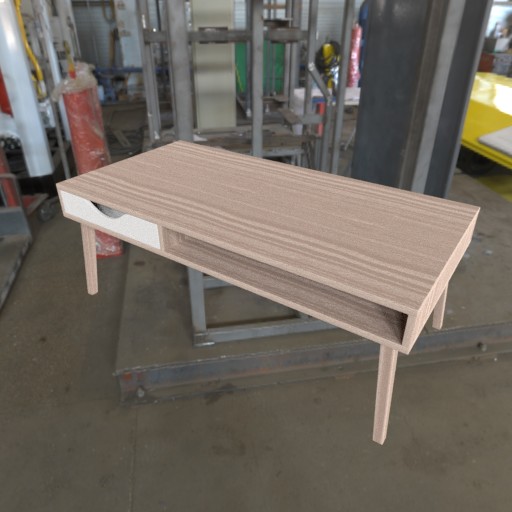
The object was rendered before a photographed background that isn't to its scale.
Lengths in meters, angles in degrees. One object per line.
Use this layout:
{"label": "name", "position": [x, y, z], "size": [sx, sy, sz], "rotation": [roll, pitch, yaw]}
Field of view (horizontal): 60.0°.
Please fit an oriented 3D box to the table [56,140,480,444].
{"label": "table", "position": [0.000, 0.000, 1.506], "size": [1.200, 0.450, 0.600], "rotation": [19, 36, 29]}
